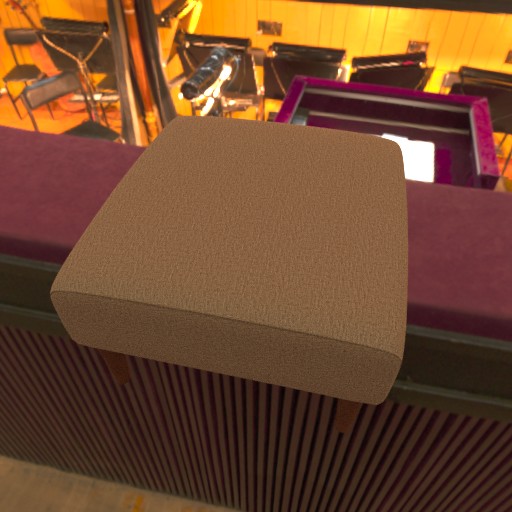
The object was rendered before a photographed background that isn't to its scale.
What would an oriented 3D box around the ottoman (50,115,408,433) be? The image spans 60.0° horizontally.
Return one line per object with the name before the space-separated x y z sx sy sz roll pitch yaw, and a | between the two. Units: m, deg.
ottoman | 0.000 0.000 1.061 0.649 0.398 0.650 9 46 9
